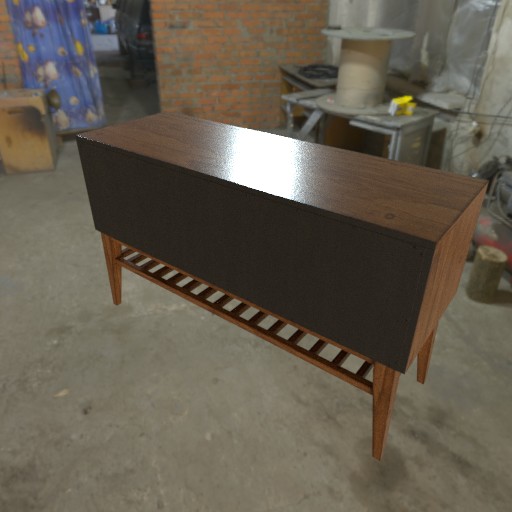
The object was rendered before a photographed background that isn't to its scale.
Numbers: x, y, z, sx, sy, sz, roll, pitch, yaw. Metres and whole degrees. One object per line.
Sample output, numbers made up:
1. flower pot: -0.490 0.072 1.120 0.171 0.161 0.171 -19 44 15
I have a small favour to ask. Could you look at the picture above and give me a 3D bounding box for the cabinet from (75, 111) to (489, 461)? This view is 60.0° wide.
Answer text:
1. cabinet: 0.000 0.000 1.699 1.363 0.802 0.477 22 38 31
